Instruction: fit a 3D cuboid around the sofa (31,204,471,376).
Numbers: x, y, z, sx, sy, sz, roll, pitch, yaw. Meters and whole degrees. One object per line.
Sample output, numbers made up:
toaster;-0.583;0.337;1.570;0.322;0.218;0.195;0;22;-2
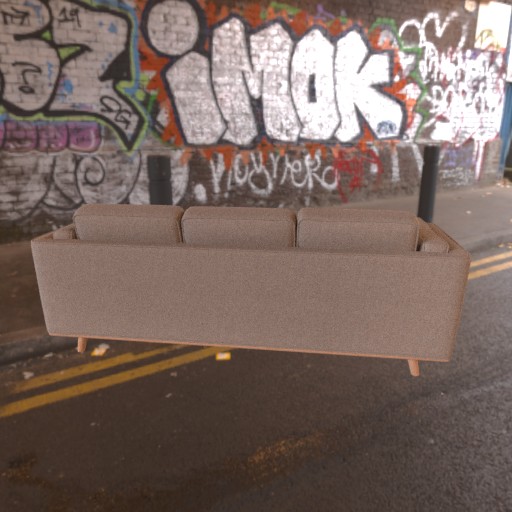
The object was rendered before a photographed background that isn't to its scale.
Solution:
sofa;0.000;0.000;3.159;2.411;0.929;1.604;2;16;8
